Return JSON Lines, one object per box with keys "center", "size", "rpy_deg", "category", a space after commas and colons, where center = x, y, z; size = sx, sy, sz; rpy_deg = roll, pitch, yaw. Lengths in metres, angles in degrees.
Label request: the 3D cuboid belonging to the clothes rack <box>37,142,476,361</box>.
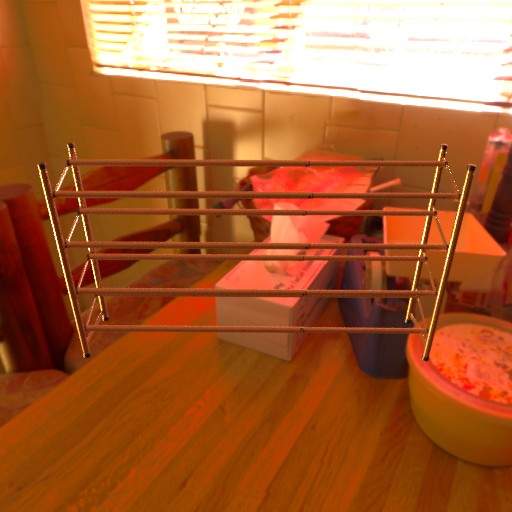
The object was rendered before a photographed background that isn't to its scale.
{"center": [0.000, 0.000, 1.430], "size": [1.168, 0.672, 0.229], "rpy_deg": [0, 29, 1], "category": "clothes rack"}
